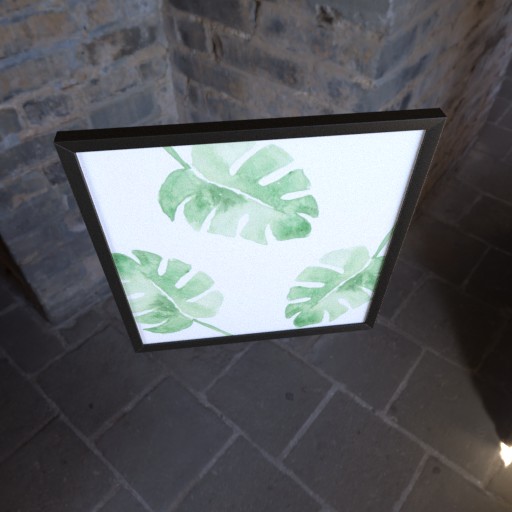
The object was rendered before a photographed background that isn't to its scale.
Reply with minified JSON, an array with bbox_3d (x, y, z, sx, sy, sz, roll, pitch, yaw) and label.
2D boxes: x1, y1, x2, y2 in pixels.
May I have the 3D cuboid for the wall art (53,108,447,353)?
[{"bbox_3d":[0.000,0.000,1.149,0.765,0.765,0.038,-5,48,-4],"label":"wall art"}]
